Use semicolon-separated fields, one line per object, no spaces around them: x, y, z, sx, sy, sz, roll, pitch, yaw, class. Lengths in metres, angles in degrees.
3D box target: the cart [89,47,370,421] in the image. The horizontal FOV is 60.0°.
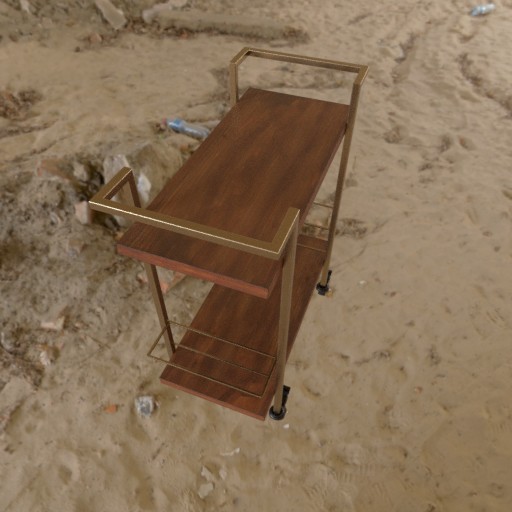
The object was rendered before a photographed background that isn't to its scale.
0.000;0.000;1.199;0.364;0.807;0.695;16;48;14;cart
